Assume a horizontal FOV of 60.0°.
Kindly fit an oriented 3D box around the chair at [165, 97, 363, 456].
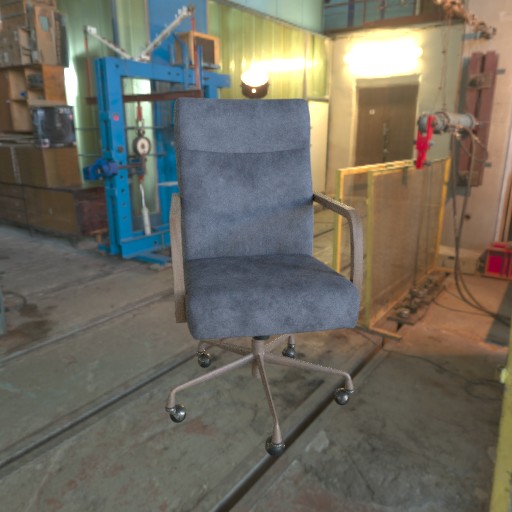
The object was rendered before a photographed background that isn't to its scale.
[{"bbox_3d":[0.000,0.000,1.475,0.640,1.029,0.741,-3,16,-9],"label":"chair"}]
